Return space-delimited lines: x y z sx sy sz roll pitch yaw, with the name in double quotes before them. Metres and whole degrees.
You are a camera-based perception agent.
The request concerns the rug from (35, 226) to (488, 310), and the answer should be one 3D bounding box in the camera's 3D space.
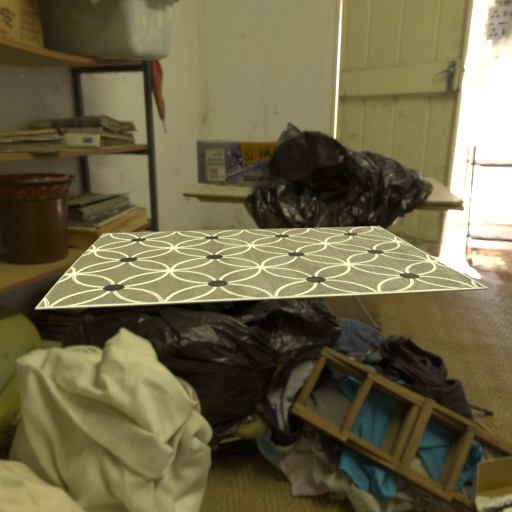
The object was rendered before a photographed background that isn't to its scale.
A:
"rug" 0.000 0.000 2.917 2.284 0.008 1.522 -2 17 -7
